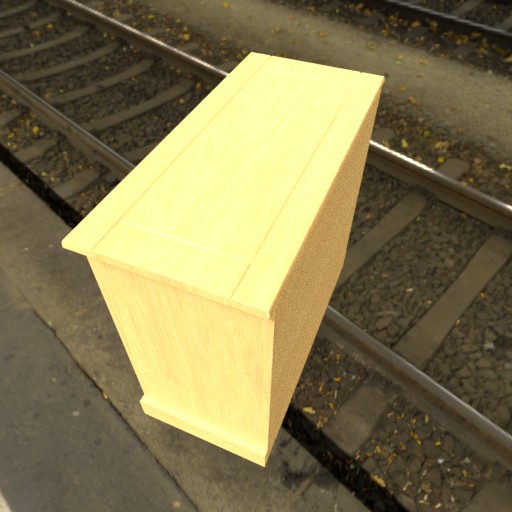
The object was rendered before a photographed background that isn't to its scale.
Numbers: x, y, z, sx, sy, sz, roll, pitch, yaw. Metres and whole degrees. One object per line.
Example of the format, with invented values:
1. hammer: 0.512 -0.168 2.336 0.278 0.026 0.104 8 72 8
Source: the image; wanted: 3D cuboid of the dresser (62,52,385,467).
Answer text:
1. dresser: 0.000 0.000 1.390 0.440 0.835 0.915 17 50 15
